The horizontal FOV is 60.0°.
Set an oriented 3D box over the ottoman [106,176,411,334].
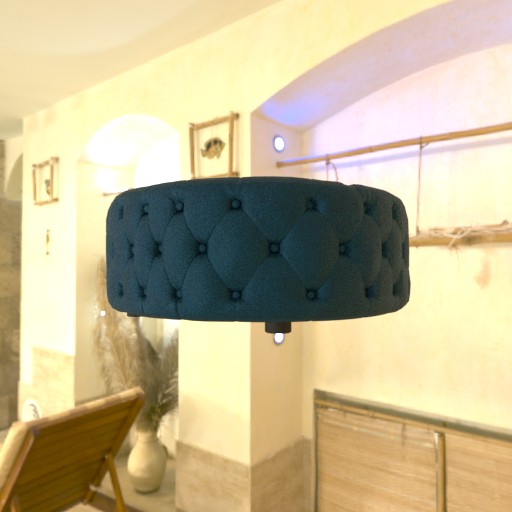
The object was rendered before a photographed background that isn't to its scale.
[{"bbox_3d":[0.000,0.000,1.528,0.998,0.398,0.998,0,-1,0],"label":"ottoman"}]
